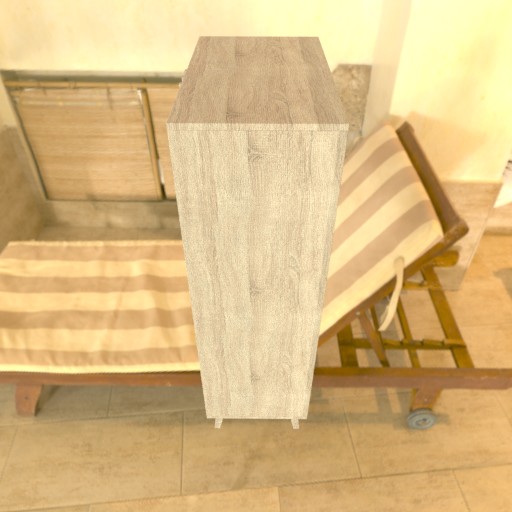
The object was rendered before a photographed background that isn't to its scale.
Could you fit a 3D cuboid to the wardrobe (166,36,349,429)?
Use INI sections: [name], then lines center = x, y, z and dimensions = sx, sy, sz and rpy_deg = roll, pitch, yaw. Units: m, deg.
[wardrobe]
center = 0.000, 0.000, 2.417
dimensions = 0.600, 1.960, 1.000
rpy_deg = 0, 41, 0
